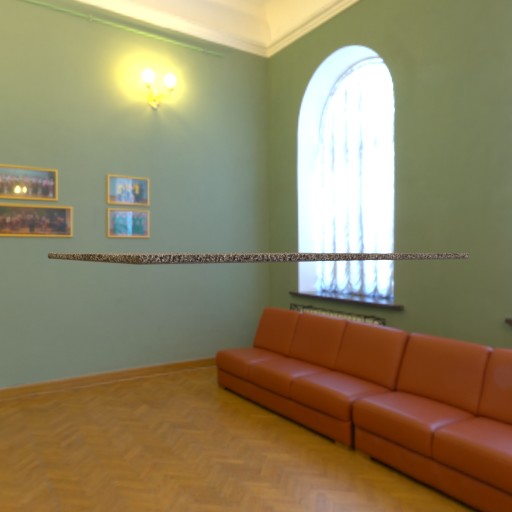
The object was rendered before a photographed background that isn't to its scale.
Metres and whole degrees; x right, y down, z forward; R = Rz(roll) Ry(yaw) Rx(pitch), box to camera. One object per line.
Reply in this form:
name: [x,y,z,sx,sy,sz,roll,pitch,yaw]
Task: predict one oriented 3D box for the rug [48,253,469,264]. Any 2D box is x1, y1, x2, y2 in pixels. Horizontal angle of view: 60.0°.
rug: [0.000,0.000,2.098,1.601,0.025,1.198,0,1,-35]
